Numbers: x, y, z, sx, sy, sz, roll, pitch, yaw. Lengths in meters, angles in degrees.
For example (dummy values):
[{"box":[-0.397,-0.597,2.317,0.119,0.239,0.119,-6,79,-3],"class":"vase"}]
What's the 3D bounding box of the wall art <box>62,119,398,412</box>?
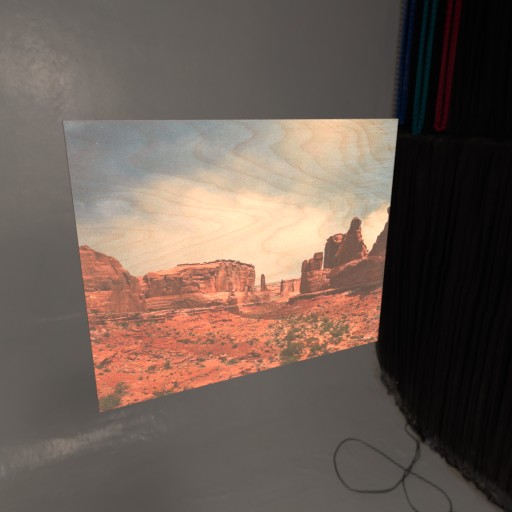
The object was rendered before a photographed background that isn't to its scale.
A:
[{"box":[0.000,0.000,0.691,0.508,0.406,0.013,-8,19,-24],"class":"wall art"}]
